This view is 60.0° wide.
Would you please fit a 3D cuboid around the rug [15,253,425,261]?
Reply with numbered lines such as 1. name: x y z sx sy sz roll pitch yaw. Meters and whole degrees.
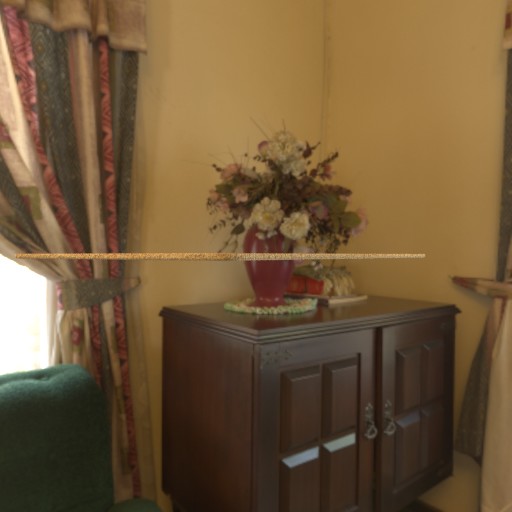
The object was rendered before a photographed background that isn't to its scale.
1. rug: 0.000 0.000 2.868 1.500 0.025 2.349 0 0 36
